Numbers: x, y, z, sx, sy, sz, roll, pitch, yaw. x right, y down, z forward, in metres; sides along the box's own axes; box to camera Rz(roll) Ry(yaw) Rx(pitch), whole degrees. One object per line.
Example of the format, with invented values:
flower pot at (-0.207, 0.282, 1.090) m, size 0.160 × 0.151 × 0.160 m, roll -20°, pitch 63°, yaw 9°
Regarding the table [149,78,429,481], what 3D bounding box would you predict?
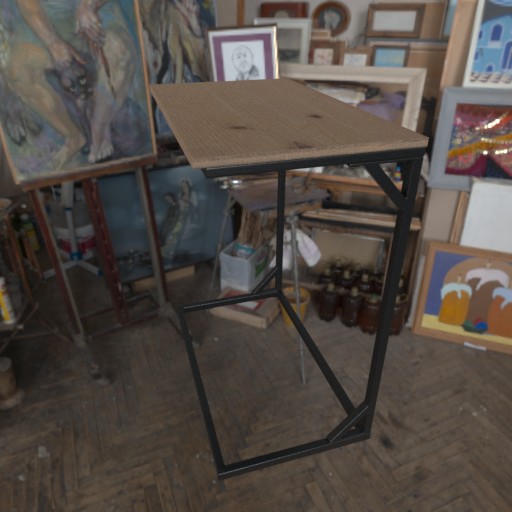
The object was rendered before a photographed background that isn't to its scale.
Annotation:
table at (0.000, 0.000, 1.023) m, size 0.351 × 0.673 × 0.597 m, roll -9°, pitch 31°, yaw -15°
